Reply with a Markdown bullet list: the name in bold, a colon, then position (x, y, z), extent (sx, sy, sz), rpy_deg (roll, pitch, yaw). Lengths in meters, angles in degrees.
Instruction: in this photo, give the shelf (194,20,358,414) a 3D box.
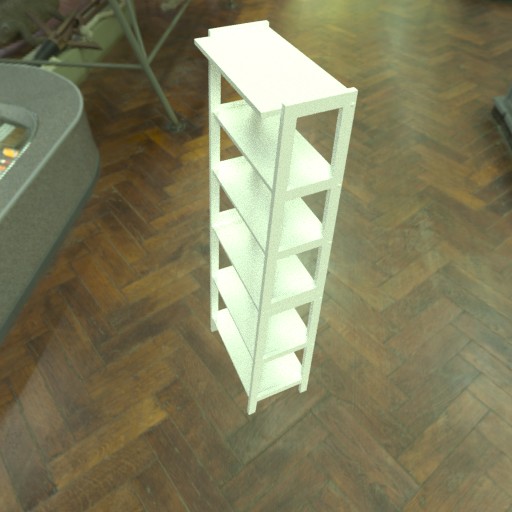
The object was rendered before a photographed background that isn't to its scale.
- **shelf**: position (0.000, 0.000, 2.163), extent (0.381, 1.892, 0.660), rpy_deg (-18, 49, -16)
